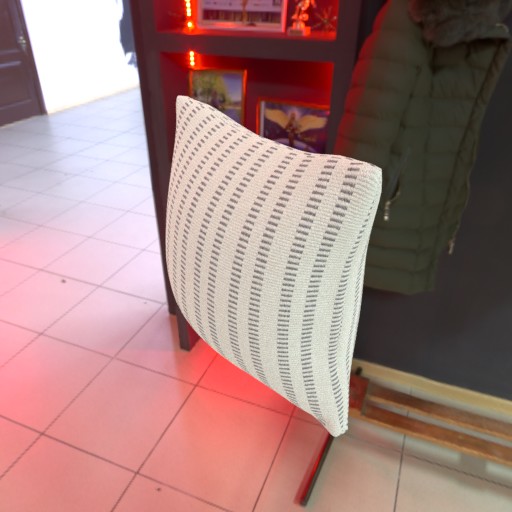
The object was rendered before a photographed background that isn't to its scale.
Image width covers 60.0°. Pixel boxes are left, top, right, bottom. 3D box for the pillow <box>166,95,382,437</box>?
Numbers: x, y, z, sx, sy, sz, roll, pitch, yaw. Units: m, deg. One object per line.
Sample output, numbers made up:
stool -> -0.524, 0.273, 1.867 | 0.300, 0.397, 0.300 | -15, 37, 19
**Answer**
pillow -> 0.000, 0.000, 0.698 | 0.247, 0.419, 0.438 | -21, 37, -30
